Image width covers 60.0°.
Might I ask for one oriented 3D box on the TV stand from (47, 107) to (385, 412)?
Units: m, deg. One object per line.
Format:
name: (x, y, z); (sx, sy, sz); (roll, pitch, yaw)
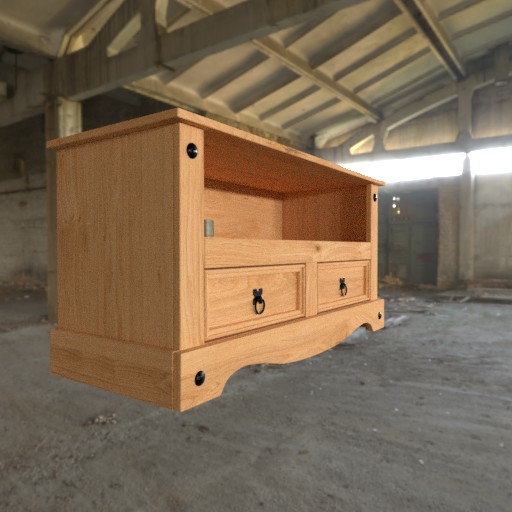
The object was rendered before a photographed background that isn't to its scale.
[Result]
TV stand: (0.000, 0.000, 1.357); (0.440, 0.550, 1.080); (1, 1, 35)
